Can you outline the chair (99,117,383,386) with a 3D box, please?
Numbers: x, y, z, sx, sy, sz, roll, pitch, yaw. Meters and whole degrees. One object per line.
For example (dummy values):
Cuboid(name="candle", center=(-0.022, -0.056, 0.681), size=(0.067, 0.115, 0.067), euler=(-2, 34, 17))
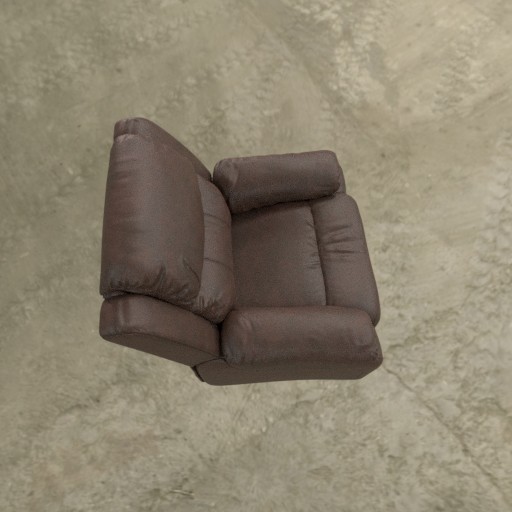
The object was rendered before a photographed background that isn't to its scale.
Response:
Cuboid(name="chair", center=(0.000, 0.000, 1.284), size=(0.707, 0.702, 0.680), euler=(-4, 63, -2))
